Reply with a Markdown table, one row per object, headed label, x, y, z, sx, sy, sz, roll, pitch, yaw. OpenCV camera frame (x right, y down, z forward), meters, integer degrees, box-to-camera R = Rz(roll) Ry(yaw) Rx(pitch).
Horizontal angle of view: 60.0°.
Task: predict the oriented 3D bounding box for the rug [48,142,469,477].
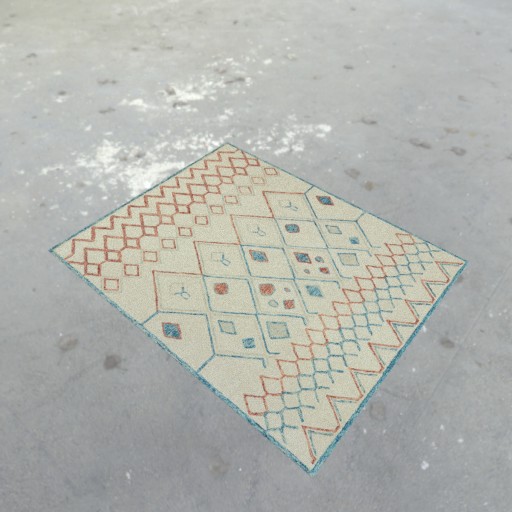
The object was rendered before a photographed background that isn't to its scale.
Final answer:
| label | x | y | z | sx | sy | sz | roll | pitch | yaw |
| --- | --- | --- | --- | --- | --- | --- | --- | --- | --- |
| rug | 0.000 | 0.000 | 4.104 | 3.050 | 0.016 | 2.441 | 32 | 54 | 27 |
